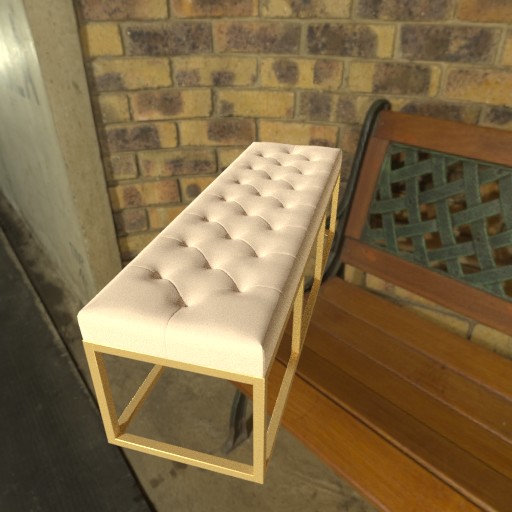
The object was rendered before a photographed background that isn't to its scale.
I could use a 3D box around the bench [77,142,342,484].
[{"bbox_3d":[0.000,0.000,1.698,0.457,0.484,1.473,8,31,14],"label":"bench"}]
